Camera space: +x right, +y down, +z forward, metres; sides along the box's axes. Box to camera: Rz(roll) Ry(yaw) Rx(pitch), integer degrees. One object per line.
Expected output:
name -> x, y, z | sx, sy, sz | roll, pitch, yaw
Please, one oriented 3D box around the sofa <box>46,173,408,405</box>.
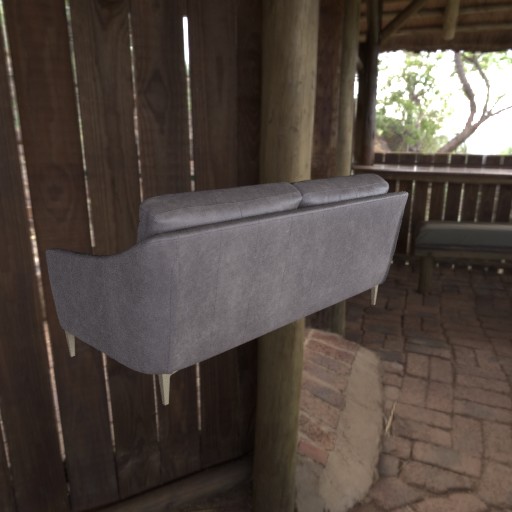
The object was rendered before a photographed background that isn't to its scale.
sofa -> 0.000, 0.000, 2.596 | 2.036, 0.902, 0.960 | -14, 21, -42
